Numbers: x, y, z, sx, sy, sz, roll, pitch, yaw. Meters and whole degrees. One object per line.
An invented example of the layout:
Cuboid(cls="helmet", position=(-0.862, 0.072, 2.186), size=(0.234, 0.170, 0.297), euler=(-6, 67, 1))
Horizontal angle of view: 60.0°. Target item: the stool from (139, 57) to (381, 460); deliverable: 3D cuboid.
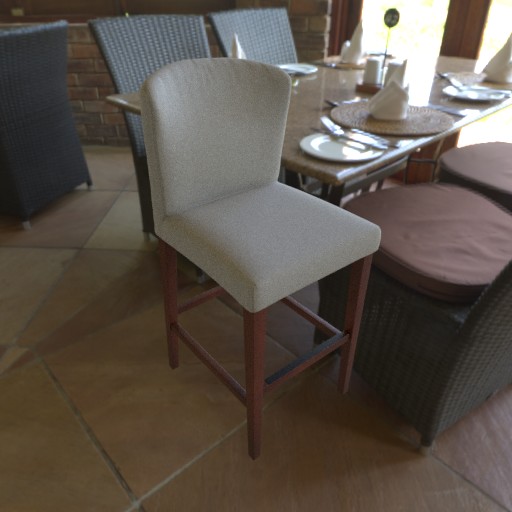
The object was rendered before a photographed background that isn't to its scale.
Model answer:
Cuboid(cls="stool", position=(0.000, 0.000, 1.368), size=(0.479, 1.069, 0.568), euler=(-23, 38, -32))
